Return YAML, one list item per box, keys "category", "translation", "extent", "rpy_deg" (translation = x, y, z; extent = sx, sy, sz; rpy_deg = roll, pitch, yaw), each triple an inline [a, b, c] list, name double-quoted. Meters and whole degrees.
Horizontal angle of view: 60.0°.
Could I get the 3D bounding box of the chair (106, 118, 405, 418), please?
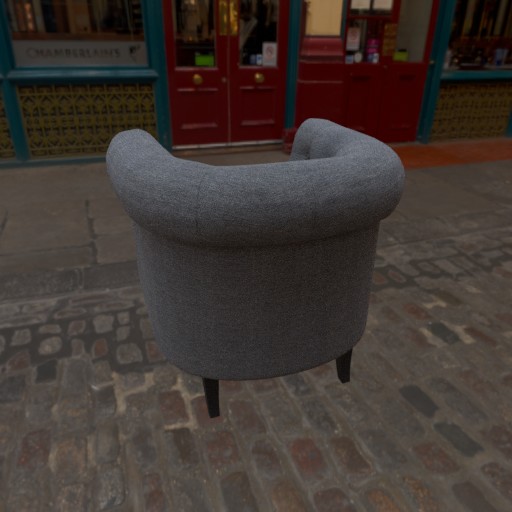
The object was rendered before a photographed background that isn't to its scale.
- category: "chair"
  translation: [0.000, 0.000, 1.565]
  extent: [0.905, 0.827, 0.852]
  rpy_deg: [-9, 28, -18]
